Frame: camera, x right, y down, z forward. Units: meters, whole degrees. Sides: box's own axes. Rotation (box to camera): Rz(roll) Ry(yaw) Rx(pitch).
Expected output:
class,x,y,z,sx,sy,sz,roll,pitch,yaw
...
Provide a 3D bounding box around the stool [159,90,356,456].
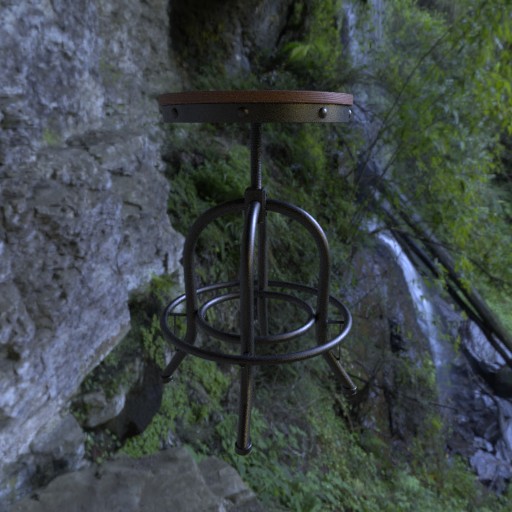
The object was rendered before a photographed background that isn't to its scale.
class,x,y,z,sx,sy,sz,roll,pitch,yaw
stool,0.000,0.000,0.899,0.439,0.609,0.439,2,17,6
